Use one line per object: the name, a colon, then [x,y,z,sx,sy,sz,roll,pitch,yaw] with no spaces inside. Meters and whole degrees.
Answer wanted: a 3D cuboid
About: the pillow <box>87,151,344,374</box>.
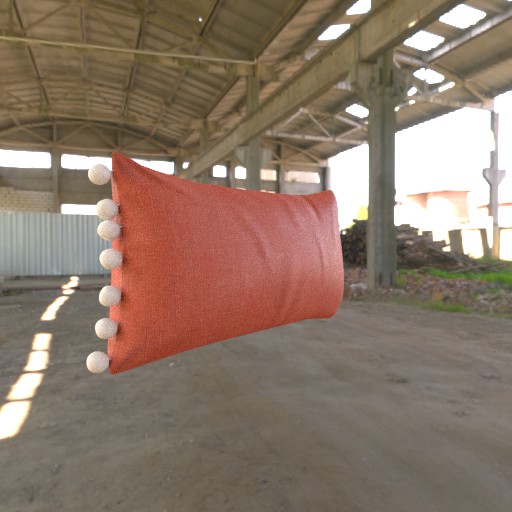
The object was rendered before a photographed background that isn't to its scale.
pillow: [0.000,0.000,0.858,0.201,0.322,0.709,1,1,37]
